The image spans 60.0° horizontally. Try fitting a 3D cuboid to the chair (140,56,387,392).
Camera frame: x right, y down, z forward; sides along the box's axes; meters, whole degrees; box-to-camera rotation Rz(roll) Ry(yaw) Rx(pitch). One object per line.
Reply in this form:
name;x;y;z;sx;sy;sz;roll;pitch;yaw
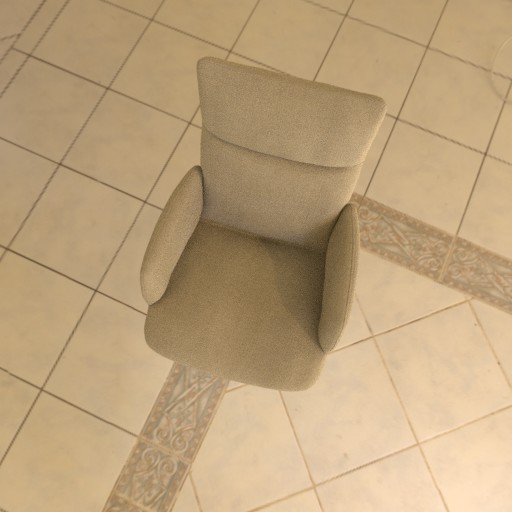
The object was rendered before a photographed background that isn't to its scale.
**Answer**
chair;0.000;0.000;1.601;0.711;1.016;0.889;15;76;4
